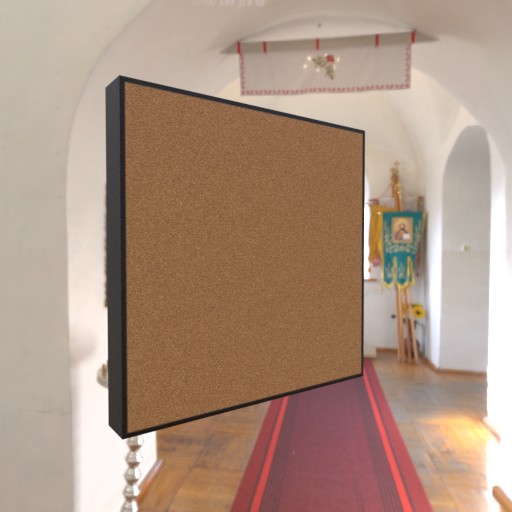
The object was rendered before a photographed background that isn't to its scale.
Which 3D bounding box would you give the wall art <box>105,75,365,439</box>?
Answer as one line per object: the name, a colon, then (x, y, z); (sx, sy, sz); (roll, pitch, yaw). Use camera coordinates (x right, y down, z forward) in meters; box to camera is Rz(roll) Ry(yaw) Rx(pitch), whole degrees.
wall art: (0.000, 0.000, 0.472); (0.304, 0.303, 0.037); (-1, 2, -36)
